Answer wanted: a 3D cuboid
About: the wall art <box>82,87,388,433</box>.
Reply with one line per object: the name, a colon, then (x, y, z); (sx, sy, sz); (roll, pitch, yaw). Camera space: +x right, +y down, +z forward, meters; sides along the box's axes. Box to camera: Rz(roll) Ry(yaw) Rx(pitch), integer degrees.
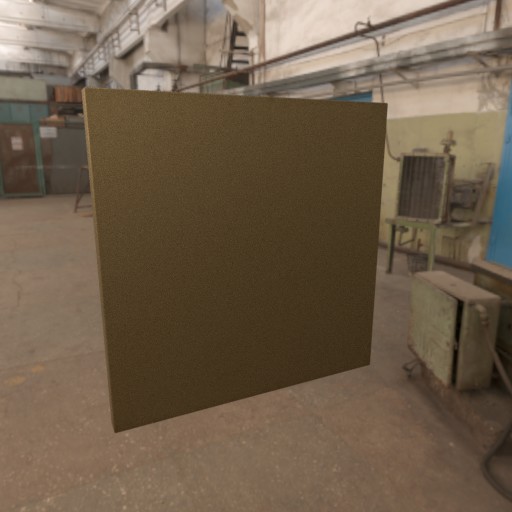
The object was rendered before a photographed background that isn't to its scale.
wall art: (0.000, 0.000, 0.747); (0.503, 0.506, 0.031); (-7, 16, -25)
